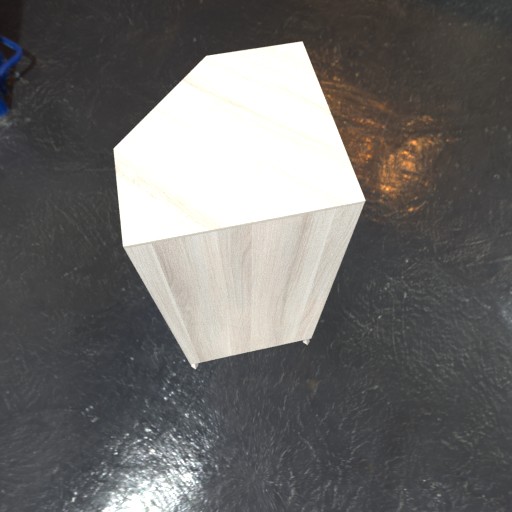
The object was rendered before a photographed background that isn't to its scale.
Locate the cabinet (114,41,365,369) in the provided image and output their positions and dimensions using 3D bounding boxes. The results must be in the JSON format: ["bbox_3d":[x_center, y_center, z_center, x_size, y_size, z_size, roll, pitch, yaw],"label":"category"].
[{"bbox_3d":[0.000,0.000,2.646,0.969,1.957,1.272,30,67,14],"label":"cabinet"}]
